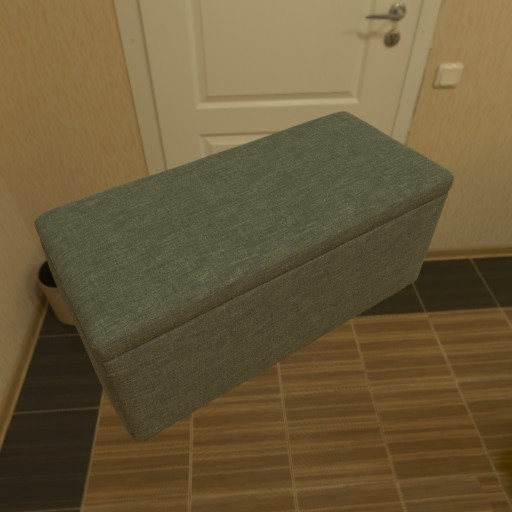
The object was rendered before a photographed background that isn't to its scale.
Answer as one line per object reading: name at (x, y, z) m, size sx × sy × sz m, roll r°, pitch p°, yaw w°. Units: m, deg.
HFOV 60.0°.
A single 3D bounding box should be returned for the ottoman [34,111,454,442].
ottoman at (0.000, 0.000, 1.124) m, size 0.902 × 0.432 × 0.419 m, roll -25°, pitch 50°, yaw -23°
